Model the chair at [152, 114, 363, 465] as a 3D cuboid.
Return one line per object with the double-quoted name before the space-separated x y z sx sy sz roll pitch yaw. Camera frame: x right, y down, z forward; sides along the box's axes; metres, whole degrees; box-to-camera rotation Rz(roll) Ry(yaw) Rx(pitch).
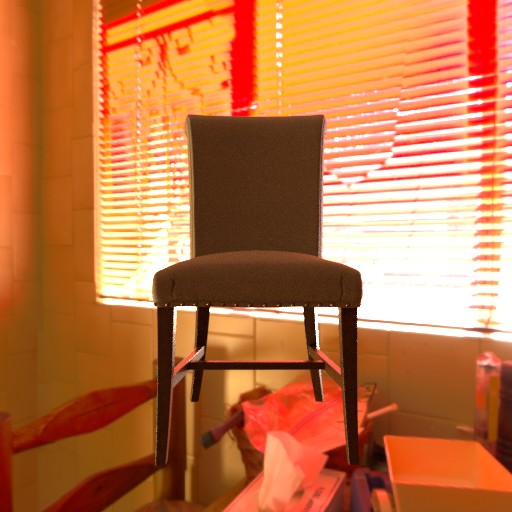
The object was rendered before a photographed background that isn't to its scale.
"chair" 0.000 0.000 1.327 0.513 0.988 0.608 0 0 0
